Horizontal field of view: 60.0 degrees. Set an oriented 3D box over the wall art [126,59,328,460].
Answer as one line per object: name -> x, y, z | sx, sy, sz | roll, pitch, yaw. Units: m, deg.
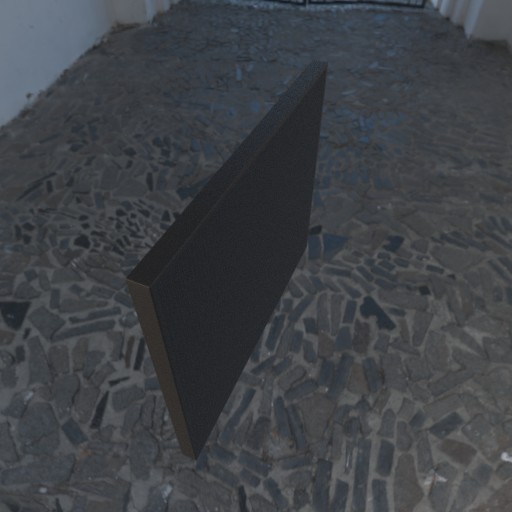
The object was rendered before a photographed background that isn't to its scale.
wall art -> 0.000, 0.000, 0.765 | 0.029, 0.458, 0.559 | 18, 49, 16
